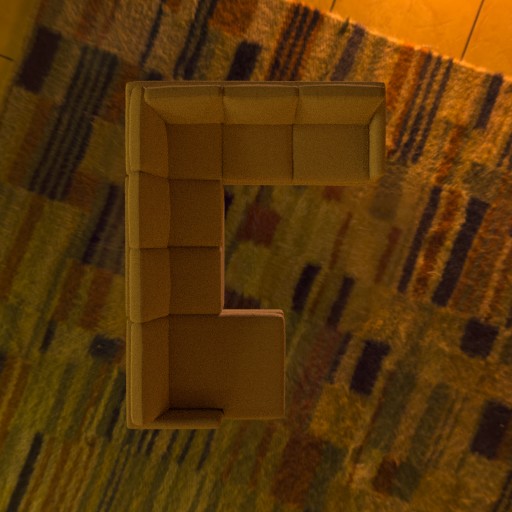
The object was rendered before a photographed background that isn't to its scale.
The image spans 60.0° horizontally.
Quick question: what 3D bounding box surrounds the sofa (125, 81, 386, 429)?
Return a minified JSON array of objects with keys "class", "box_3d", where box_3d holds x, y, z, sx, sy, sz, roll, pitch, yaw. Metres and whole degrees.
[{"class":"sofa","box_3d":[0.000,0.000,4.624,2.594,0.961,3.460,0,91,0]}]
